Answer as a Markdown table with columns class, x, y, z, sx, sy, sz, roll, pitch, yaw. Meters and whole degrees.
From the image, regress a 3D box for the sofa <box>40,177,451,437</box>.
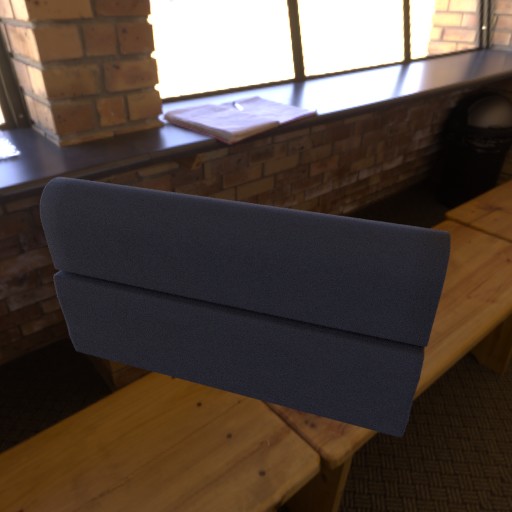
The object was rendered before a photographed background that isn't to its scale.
| class | x | y | z | sx | sy | sz | roll | pitch | yaw |
| --- | --- | --- | --- | --- | --- | --- | --- | --- | --- |
| sofa | 0.000 | 0.000 | 1.651 | 1.219 | 0.660 | 0.762 | 10 | 33 | 16 |
